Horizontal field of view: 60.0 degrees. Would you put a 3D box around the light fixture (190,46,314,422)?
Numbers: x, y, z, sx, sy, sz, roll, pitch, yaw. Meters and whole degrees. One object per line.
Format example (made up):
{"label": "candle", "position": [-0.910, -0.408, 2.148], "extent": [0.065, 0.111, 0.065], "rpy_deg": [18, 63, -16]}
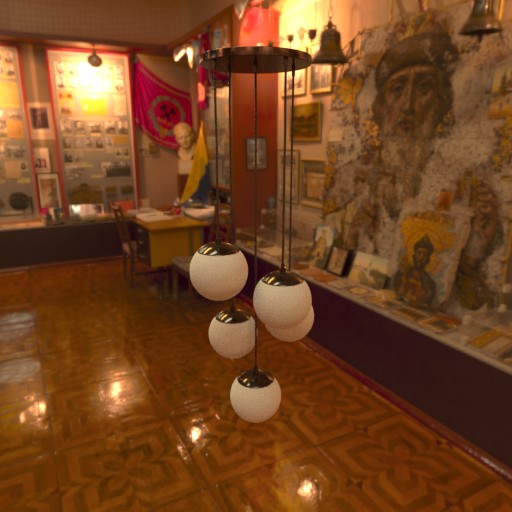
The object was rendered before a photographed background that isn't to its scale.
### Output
{"label": "light fixture", "position": [0.000, 0.000, 1.534], "extent": [0.489, 1.271, 0.484], "rpy_deg": [-7, 16, -25]}
